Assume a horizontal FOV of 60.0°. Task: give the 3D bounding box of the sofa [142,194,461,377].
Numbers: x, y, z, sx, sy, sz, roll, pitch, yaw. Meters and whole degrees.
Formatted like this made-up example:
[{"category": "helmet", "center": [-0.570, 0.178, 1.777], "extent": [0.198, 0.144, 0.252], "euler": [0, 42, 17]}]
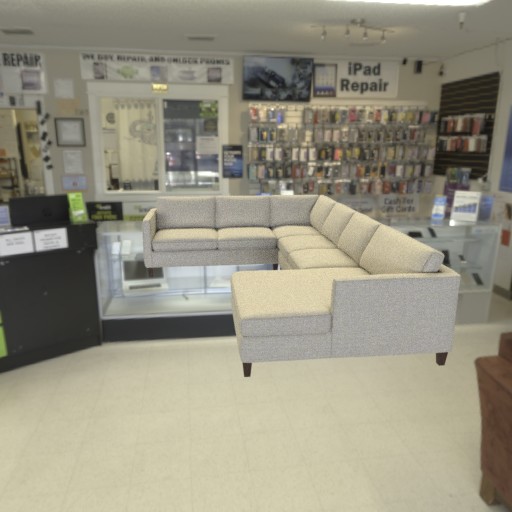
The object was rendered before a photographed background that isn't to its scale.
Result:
[{"category": "sofa", "center": [0.000, 0.000, 4.615], "extent": [2.551, 0.889, 3.403], "euler": [-2, 15, -6]}]
